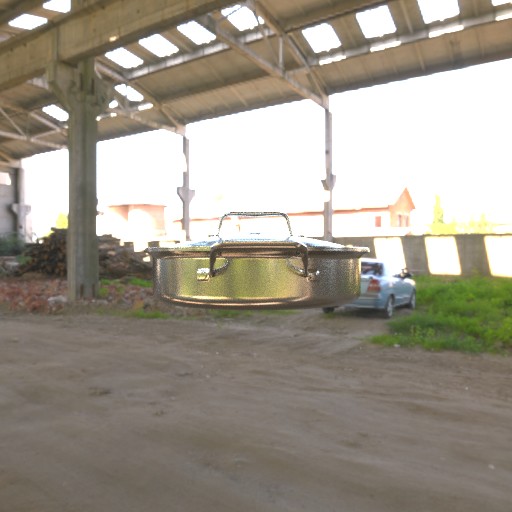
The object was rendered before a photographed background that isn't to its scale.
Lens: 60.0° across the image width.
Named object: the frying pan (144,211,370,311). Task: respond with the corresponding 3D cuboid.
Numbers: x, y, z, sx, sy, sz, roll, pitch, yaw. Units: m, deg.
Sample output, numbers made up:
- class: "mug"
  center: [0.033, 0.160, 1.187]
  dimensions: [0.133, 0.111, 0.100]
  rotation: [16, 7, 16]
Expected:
- class: "frying pan"
  center: [0.000, 0.000, 0.667]
  dimensions: [0.280, 0.114, 0.561]
  rotation: [0, 0, -1]
